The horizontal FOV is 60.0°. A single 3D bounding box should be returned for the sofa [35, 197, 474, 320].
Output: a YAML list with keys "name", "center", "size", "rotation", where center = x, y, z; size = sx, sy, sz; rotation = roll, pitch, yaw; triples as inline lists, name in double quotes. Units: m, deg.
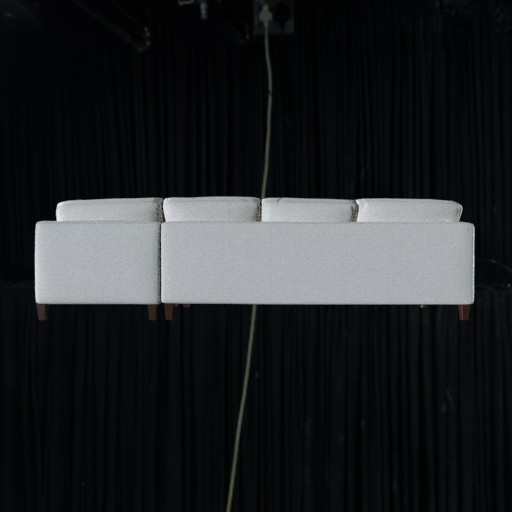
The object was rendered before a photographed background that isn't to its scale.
- name: "sofa"
  center: [0.000, 0.000, 4.534]
  size: [3.302, 0.947, 2.593]
  rotation: [0, 0, 0]
